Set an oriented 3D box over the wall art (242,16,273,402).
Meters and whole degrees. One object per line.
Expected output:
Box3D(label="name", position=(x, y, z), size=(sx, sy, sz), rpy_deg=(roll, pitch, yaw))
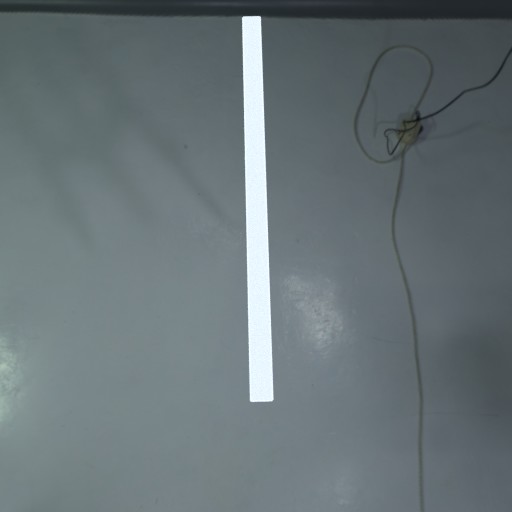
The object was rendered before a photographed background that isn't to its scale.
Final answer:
Box3D(label="wall art", position=(0.000, 0.000, 1.577), size=(0.046, 1.221, 0.914), rpy_deg=(-1, 75, 0))
